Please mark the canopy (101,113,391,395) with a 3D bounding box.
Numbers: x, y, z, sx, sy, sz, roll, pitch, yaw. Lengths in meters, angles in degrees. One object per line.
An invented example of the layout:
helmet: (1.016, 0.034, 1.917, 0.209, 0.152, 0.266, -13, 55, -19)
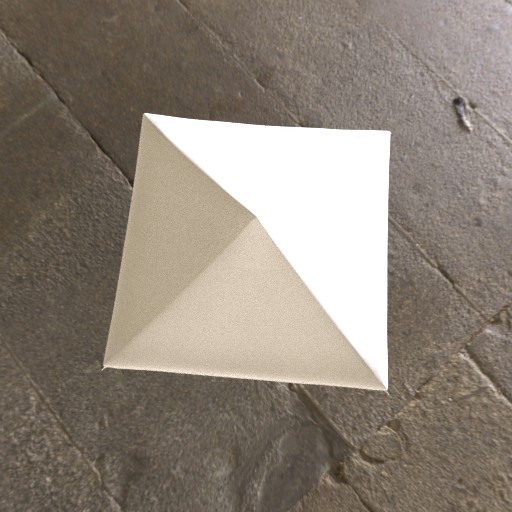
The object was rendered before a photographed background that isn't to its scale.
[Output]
canopy: (0.000, 0.000, 5.493, 2.994, 2.998, 2.996, 5, 76, 1)
